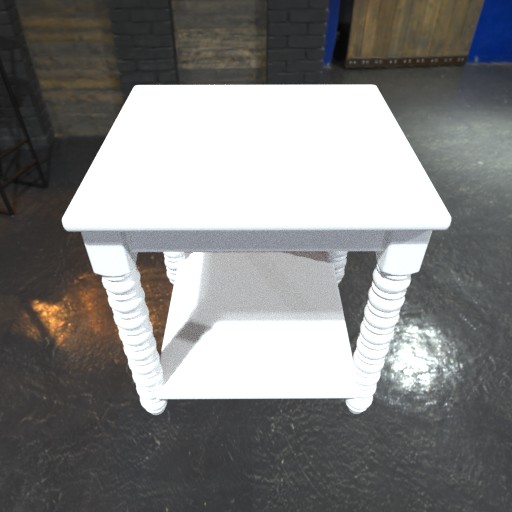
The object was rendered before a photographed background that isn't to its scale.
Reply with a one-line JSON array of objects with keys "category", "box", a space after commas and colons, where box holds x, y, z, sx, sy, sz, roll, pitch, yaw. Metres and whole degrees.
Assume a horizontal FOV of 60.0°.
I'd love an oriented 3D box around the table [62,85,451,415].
[{"category": "table", "box": [0.000, 0.000, 0.968, 0.533, 0.563, 0.500, 0, 41, 0]}]
